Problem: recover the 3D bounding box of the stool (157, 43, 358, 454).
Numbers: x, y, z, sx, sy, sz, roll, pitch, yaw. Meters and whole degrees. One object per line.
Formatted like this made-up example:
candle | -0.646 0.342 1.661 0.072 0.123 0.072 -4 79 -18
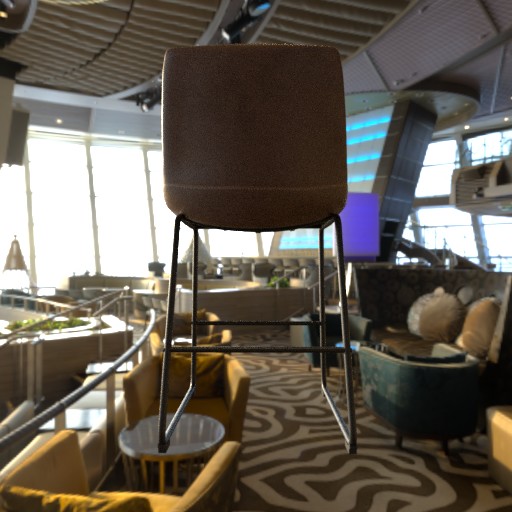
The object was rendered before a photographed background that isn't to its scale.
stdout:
stool | 0.000 0.000 1.191 0.460 0.890 0.550 0 0 1
